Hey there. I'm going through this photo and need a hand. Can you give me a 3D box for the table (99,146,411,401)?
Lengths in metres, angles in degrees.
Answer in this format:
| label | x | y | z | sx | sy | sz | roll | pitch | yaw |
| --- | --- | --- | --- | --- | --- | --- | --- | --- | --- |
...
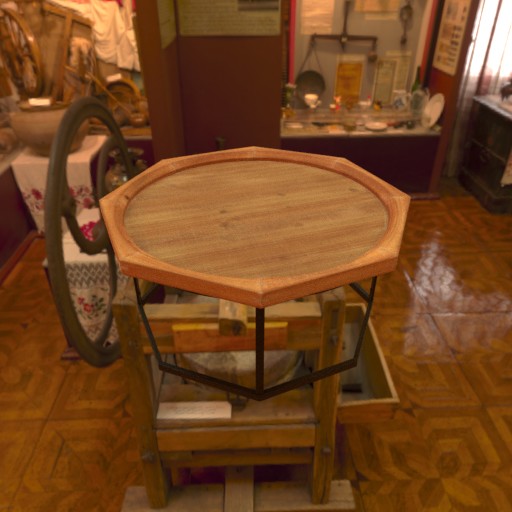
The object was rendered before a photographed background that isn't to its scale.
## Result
| label | x | y | z | sx | sy | sz | roll | pitch | yaw |
| --- | --- | --- | --- | --- | --- | --- | --- | --- | --- |
| table | 0.000 | 0.000 | 1.543 | 1.002 | 0.444 | 1.002 | 0 | 33 | 0 |
